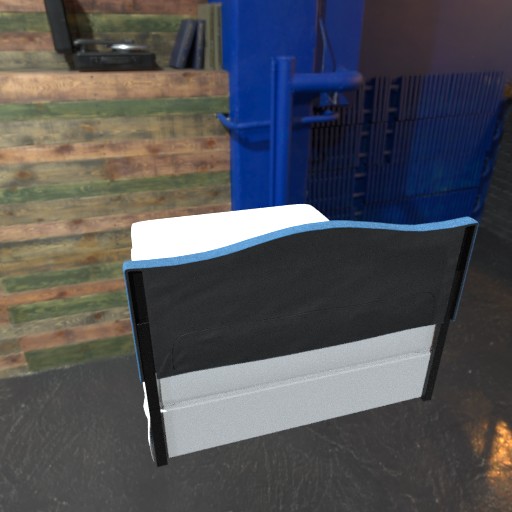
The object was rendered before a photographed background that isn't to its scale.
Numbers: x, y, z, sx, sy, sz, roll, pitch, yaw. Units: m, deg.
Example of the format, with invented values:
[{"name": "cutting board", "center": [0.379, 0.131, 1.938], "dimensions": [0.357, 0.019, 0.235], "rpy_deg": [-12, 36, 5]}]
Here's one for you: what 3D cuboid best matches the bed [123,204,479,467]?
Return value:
[{"name": "bed", "center": [0.000, 0.000, 2.851], "dimensions": [1.610, 1.169, 1.872], "rpy_deg": [-8, 28, -15]}]
